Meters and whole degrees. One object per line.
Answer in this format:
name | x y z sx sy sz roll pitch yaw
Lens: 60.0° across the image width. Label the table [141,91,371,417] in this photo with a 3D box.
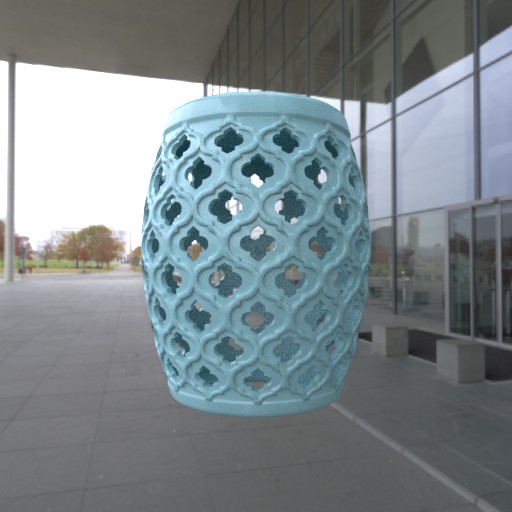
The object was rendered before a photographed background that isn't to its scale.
table | 0.000 0.000 0.647 0.325 0.388 0.325 0 -1 0
